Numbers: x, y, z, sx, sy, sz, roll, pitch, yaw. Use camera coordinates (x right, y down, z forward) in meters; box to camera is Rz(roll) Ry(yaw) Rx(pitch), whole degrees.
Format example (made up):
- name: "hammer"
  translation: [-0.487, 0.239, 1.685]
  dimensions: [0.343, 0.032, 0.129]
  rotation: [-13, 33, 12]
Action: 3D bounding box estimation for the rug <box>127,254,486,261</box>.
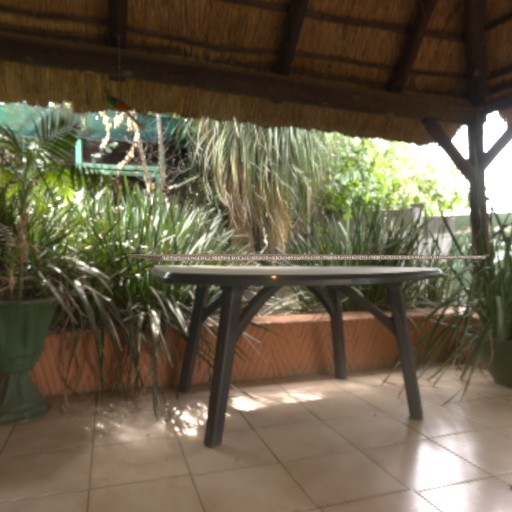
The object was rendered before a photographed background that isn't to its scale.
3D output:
- name: "rug"
  translation: [0.000, 0.000, 2.338]
  dimensions: [1.224, 0.016, 1.832]
  rotation: [0, 0, -19]
